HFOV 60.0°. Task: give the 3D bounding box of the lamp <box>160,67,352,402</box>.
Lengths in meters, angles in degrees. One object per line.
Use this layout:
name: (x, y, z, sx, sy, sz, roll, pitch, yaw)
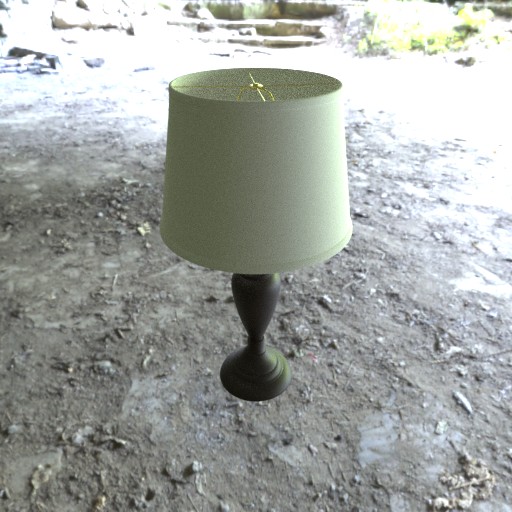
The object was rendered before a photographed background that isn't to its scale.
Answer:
lamp: (0.000, 0.000, 0.821, 0.335, 0.611, 0.335, 0, 32, 0)
